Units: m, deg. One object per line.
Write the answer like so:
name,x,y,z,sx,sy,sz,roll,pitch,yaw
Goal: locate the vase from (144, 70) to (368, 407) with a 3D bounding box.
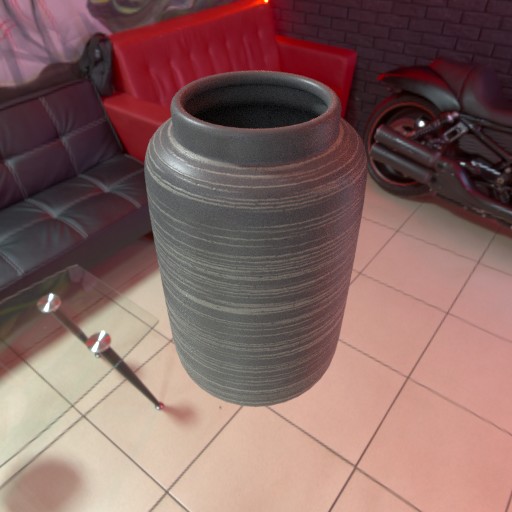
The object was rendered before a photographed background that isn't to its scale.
vase,0.000,0.000,0.691,0.297,0.499,0.297,0,40,0
